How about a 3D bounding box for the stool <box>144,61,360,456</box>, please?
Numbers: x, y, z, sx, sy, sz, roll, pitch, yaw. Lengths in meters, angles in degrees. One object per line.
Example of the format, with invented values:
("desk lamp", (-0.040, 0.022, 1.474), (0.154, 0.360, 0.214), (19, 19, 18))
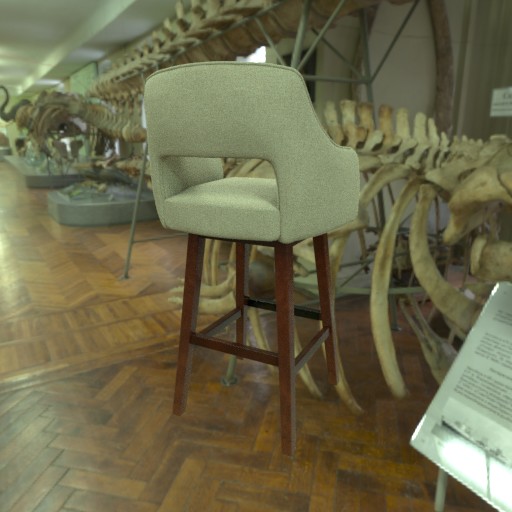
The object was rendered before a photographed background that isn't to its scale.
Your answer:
("stool", (0.000, 0.000, 1.369), (0.550, 1.041, 0.560), (8, 18, 27))
